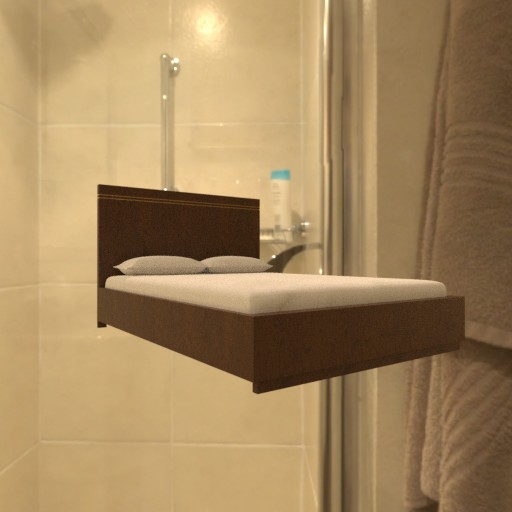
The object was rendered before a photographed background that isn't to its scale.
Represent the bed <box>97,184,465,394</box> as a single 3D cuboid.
[{"bbox_3d":[0.000,0.000,3.197,1.613,1.169,2.221,0,0,-36],"label":"bed"}]
